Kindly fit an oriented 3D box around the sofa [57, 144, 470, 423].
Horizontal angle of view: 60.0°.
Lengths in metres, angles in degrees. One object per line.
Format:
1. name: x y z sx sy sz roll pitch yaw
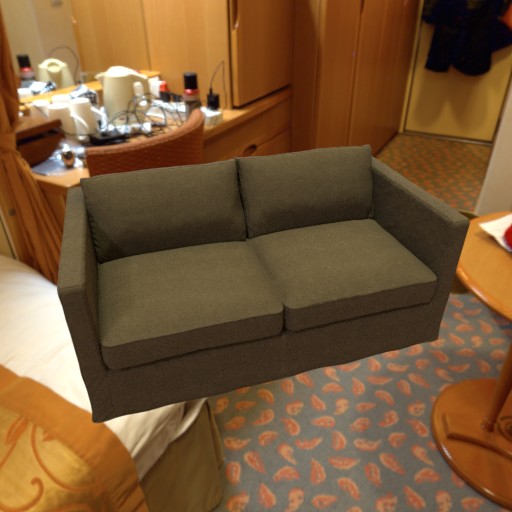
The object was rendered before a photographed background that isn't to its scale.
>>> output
1. sofa: 0.000 0.000 2.308 1.802 0.854 0.974 -10 34 -15
